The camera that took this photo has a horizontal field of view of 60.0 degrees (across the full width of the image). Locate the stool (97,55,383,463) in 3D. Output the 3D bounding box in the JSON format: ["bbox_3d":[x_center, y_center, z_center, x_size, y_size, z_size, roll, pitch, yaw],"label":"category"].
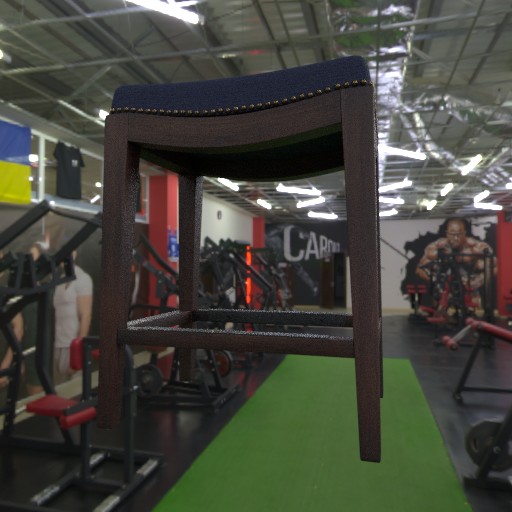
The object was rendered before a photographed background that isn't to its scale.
[{"bbox_3d":[0.000,0.000,0.916,0.500,0.642,0.361,0,-1,17],"label":"stool"}]
